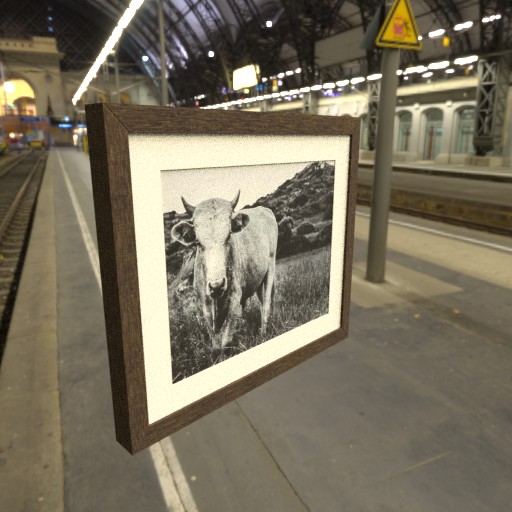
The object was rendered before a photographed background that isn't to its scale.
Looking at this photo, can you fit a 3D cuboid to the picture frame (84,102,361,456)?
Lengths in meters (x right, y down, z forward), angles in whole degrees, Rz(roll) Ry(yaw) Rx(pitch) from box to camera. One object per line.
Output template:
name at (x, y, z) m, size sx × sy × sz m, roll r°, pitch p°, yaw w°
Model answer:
picture frame at (0.000, 0.000, 0.535) m, size 0.033 × 0.330 × 0.378 m, roll 14°, pitch 21°, yaw 43°
